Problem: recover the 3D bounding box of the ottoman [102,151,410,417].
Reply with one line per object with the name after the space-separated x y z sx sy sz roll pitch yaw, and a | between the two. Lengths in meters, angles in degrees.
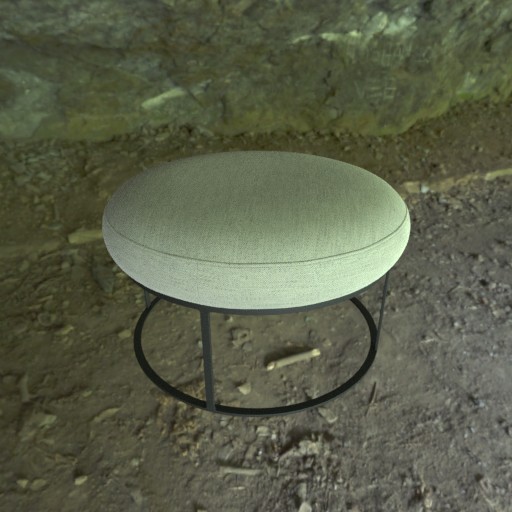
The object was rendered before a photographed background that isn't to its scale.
0.000 0.000 1.216 0.769 0.459 0.769 0 27 0 | ottoman
